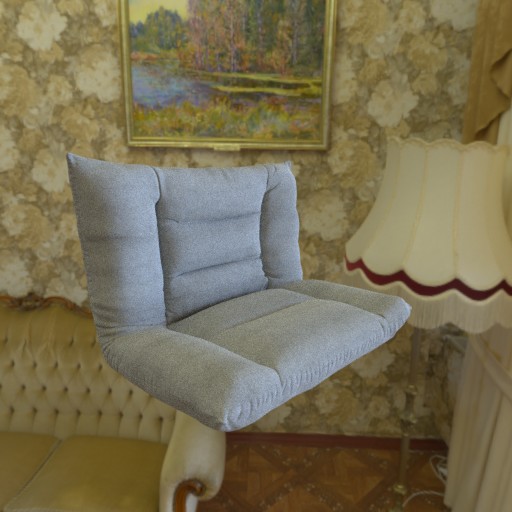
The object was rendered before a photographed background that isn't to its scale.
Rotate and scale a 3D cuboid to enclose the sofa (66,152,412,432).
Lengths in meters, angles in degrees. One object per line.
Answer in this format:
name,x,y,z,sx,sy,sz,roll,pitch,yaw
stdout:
sofa,0.000,0.000,1.745,0.847,0.795,1.144,13,19,43
